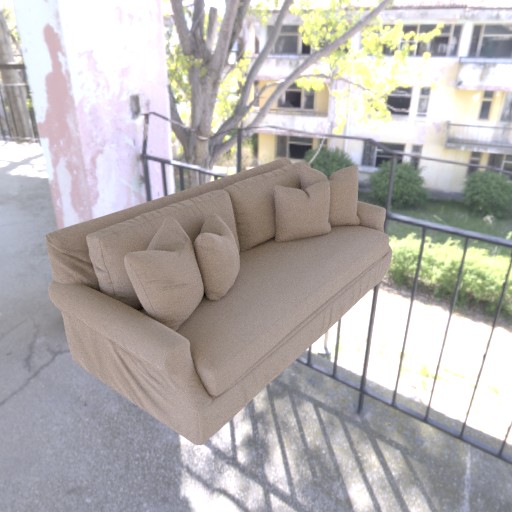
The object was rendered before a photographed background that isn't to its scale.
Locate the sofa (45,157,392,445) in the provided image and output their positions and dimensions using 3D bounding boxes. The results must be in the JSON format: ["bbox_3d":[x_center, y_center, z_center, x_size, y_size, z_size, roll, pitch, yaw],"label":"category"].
[{"bbox_3d":[0.000,0.000,2.866,1.067,0.904,2.285,18,31,33],"label":"sofa"}]
